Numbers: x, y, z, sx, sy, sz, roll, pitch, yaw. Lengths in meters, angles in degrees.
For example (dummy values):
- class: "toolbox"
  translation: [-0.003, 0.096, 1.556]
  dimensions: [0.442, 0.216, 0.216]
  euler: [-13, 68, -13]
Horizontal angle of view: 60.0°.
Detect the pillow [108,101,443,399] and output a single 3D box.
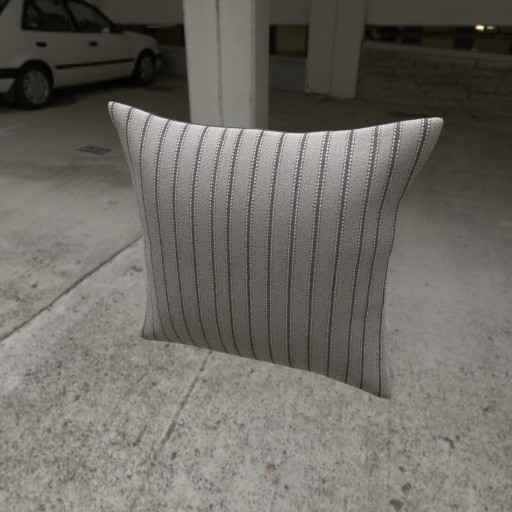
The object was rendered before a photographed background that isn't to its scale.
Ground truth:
- class: "pillow"
  translation: [0.000, 0.000, 0.686]
  dimensions: [0.468, 0.444, 0.138]
  euler: [9, 30, 17]
